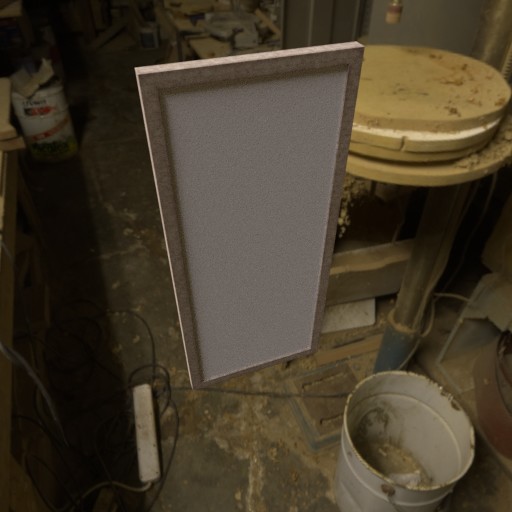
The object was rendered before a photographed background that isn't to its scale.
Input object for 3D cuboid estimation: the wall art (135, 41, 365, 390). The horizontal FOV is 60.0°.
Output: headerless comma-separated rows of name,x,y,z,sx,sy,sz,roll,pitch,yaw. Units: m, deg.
wall art,0.000,0.000,1.695,0.648,1.461,0.051,-14,44,-15
